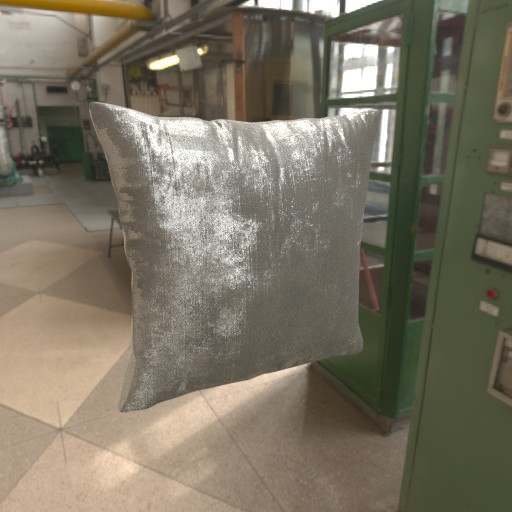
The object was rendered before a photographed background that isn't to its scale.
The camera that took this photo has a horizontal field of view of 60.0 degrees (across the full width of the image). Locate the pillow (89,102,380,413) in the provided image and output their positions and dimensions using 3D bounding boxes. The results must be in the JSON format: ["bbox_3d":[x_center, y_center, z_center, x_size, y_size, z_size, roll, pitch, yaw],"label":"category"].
[{"bbox_3d":[0.000,0.000,0.718,0.470,0.464,0.175,-8,19,-25],"label":"pillow"}]
